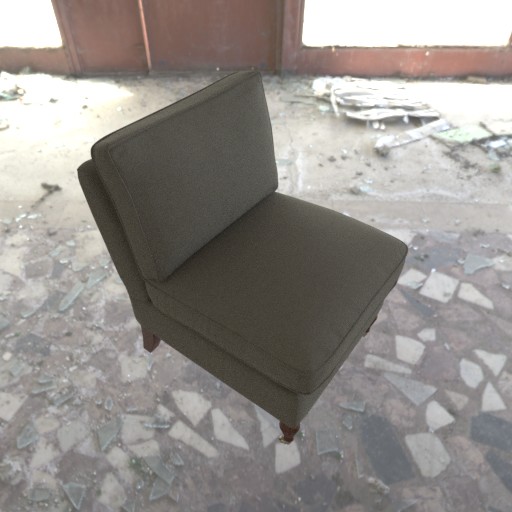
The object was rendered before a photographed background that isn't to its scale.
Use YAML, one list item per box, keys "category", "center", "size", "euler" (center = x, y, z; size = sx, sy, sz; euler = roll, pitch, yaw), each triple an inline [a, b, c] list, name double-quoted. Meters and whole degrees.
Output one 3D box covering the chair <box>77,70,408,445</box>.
- category: "chair"
  center: [0.000, 0.000, 1.640]
  size: [0.924, 1.045, 0.724]
  euler: [27, 49, 26]
